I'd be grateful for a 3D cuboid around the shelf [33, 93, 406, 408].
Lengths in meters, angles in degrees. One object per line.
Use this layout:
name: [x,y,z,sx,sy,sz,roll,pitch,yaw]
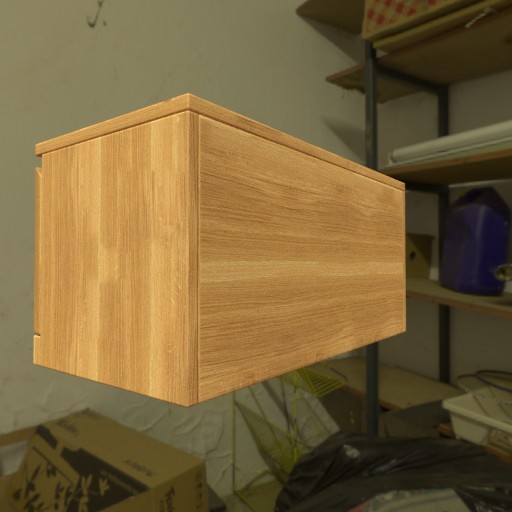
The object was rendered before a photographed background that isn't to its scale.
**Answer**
shelf: [0.000,0.000,0.999,0.400,0.400,0.800,-1,-1,38]
